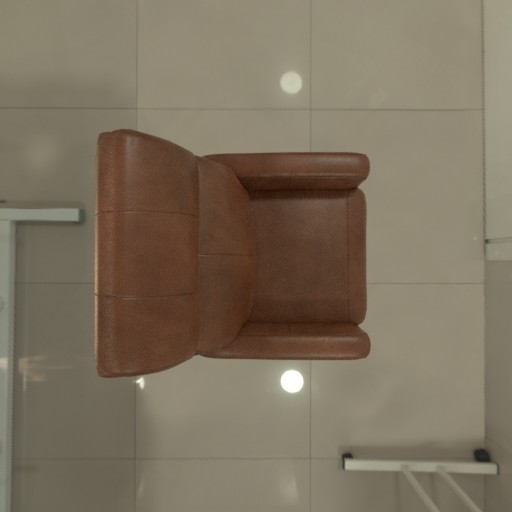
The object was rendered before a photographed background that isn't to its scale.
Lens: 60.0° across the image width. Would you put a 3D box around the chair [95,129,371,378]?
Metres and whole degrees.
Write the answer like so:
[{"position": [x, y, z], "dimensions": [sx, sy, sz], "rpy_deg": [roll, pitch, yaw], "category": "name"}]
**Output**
[{"position": [0.000, 0.000, 1.693], "dimensions": [0.939, 1.016, 0.787], "rpy_deg": [0, 89, 0], "category": "chair"}]
